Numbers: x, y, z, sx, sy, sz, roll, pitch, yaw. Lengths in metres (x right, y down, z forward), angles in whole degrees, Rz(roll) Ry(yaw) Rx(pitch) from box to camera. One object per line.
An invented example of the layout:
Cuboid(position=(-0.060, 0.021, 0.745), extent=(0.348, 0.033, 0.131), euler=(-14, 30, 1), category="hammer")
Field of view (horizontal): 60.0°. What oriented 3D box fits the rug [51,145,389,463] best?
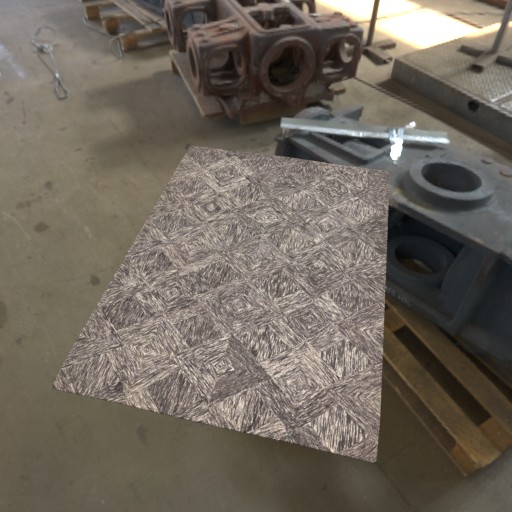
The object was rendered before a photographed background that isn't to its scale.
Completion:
Cuboid(position=(0.000, 0.000, 5.221), extent=(2.997, 0.020, 4.093), euler=(10, 48, 9), category="rug")
